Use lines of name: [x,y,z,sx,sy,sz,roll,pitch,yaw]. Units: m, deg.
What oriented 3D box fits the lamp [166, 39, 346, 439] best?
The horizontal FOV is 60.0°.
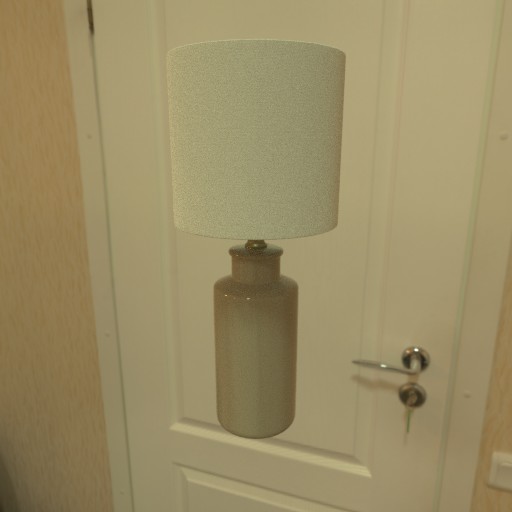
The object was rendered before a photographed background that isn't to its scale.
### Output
lamp: [0.000,0.000,0.596,0.212,0.493,0.212,-2,15,-9]
